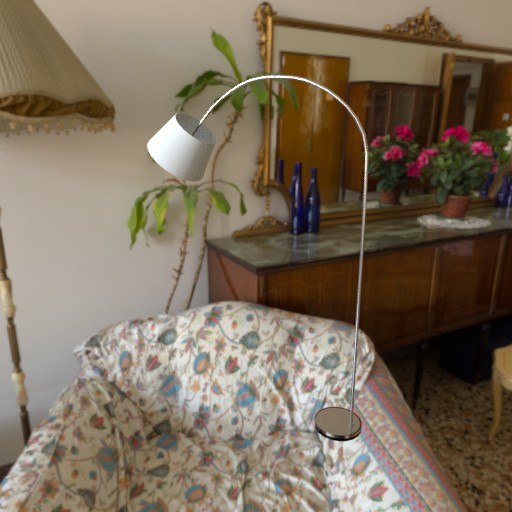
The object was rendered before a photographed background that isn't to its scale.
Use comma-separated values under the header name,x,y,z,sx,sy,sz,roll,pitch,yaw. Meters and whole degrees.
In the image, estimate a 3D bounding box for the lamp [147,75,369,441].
name,x,y,z,sx,sy,sz,roll,pitch,yaw
lamp,0.000,0.000,2.769,1.445,2.098,0.406,7,17,25
